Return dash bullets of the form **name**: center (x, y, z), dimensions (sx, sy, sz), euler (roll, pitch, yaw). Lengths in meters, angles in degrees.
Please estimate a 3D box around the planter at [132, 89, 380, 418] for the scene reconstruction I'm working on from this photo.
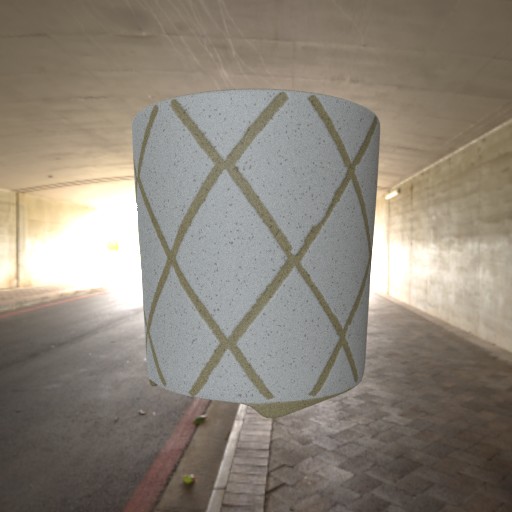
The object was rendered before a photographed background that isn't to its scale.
- **planter**: center (0.000, 0.000, 0.355), dimensions (0.191, 0.199, 0.191), euler (0, 1, 0)
